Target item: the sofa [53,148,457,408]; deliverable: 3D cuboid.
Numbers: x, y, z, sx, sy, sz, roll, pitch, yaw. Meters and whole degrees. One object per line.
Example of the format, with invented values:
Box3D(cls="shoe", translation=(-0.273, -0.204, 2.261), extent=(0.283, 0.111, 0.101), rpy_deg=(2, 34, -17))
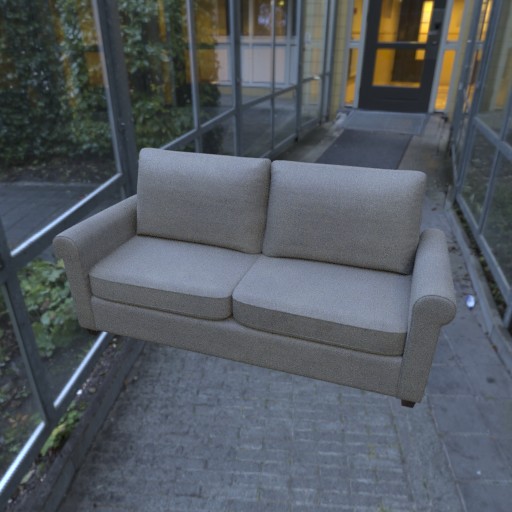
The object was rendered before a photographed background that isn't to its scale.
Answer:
Box3D(cls="sofa", translation=(0.000, 0.000, 2.408), extent=(1.935, 0.942, 0.842), rpy_deg=(9, 28, 16))
